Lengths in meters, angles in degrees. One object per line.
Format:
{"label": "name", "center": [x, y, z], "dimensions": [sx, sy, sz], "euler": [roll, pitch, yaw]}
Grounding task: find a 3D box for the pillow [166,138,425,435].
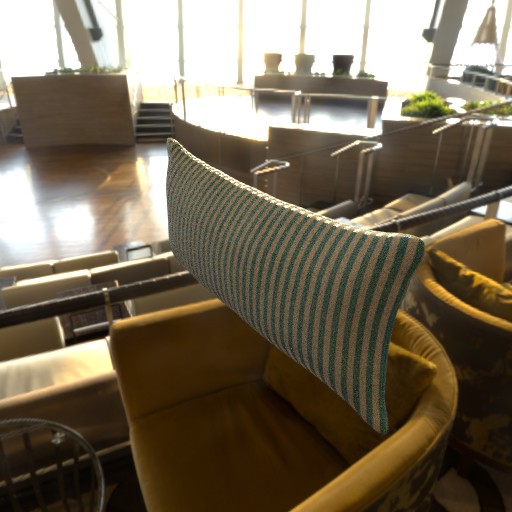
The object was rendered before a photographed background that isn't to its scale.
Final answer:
{"label": "pillow", "center": [0.000, 0.000, 0.760], "dimensions": [0.151, 0.295, 0.617], "euler": [-18, 32, -31]}
